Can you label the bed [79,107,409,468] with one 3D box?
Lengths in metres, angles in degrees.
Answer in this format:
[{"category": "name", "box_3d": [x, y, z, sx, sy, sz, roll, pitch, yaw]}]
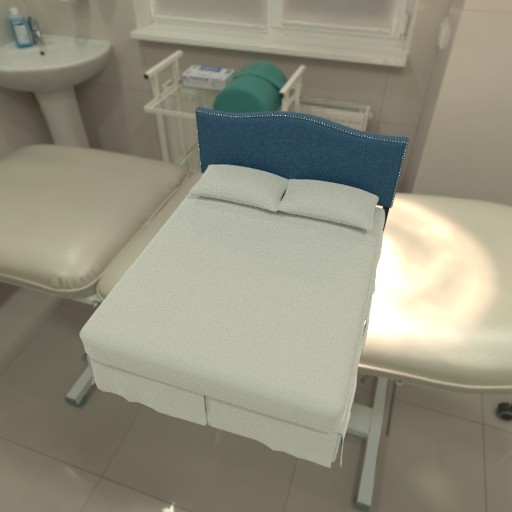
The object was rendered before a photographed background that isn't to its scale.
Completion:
[{"category": "bed", "box_3d": [0.000, 0.000, 2.892, 1.610, 1.169, 1.872, 13, 44, 14]}]
